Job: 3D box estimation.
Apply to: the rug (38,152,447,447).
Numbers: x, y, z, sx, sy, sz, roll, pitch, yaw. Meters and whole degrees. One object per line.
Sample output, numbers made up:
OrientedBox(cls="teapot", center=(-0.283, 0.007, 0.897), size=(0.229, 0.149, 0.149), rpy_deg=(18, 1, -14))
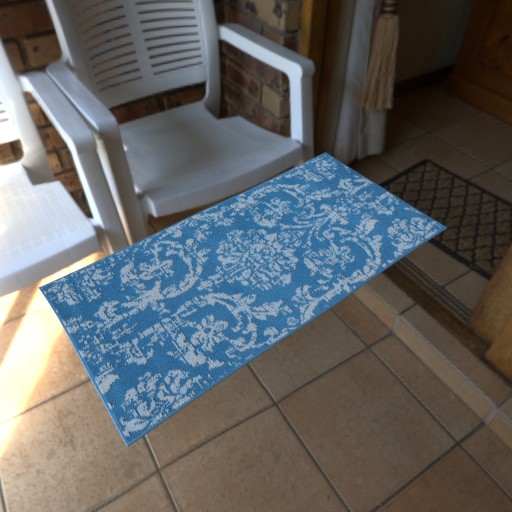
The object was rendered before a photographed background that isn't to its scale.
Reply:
OrientedBox(cls="rug", center=(0.000, 0.000, 1.445), size=(1.219, 0.007, 0.604), rpy_deg=(-29, 52, -25))
